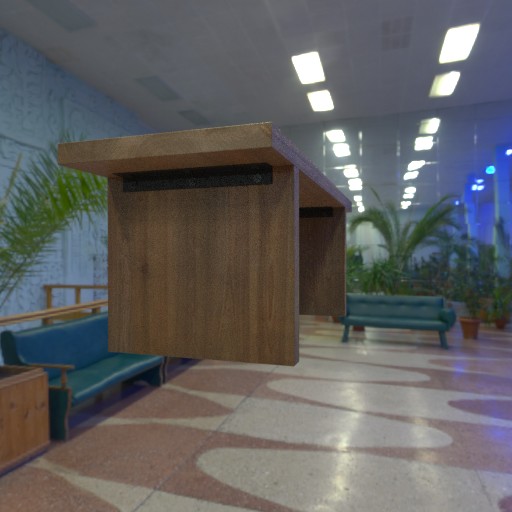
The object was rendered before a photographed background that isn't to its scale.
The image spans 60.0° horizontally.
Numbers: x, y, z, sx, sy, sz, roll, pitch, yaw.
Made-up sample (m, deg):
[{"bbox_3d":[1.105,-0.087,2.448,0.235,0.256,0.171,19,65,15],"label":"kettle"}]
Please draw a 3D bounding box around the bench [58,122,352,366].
[{"bbox_3d":[0.000,0.000,1.393,0.458,0.458,1.183,0,0,19],"label":"bench"}]
